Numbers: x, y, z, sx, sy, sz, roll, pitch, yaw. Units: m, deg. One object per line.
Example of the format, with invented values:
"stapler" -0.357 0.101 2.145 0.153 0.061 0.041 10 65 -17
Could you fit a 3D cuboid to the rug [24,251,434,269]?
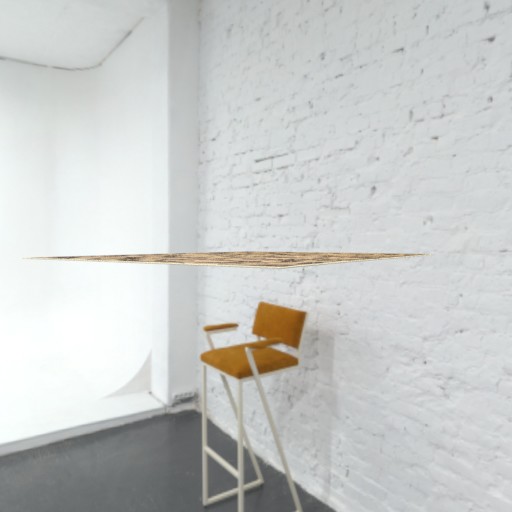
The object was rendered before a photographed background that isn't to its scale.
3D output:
"rug" 0.000 0.000 3.989 2.380 0.008 2.977 1 2 35
